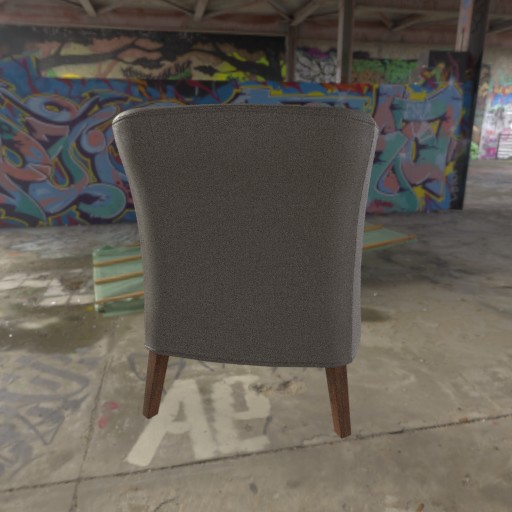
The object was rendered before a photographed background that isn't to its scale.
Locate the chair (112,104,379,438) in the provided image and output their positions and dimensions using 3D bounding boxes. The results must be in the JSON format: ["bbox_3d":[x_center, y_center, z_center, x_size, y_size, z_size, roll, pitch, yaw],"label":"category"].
[{"bbox_3d":[0.000,0.000,1.231,0.600,0.771,0.668,2,16,8],"label":"chair"}]
